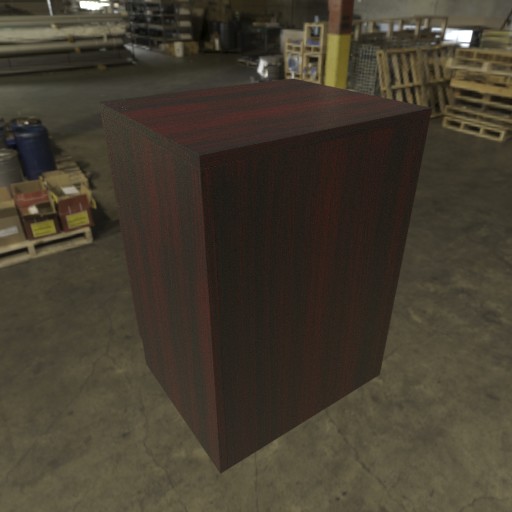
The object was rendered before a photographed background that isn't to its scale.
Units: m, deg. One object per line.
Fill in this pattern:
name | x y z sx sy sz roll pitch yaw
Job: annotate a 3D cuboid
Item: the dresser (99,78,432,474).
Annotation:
dresser | 0.000 0.000 0.842 0.400 0.560 0.360 -20 36 -30
